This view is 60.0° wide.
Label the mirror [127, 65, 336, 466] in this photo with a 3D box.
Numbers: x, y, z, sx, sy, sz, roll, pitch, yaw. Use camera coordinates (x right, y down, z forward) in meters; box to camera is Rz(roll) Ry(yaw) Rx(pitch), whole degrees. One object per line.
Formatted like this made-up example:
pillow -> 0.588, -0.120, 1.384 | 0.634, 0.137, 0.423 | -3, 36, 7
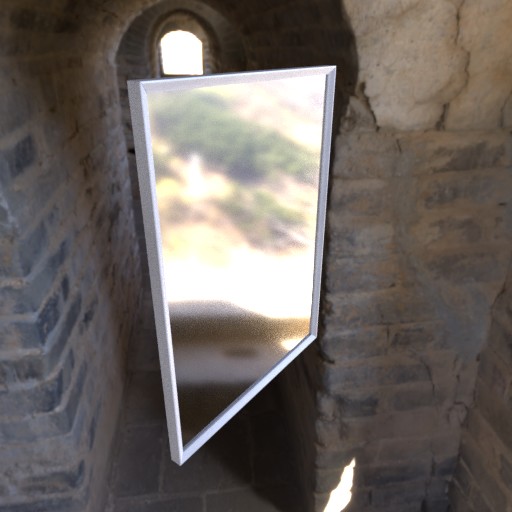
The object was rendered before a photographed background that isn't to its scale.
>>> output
mirror -> 0.000, 0.000, 1.318 | 0.041, 1.016, 0.762 | 18, 31, 33
